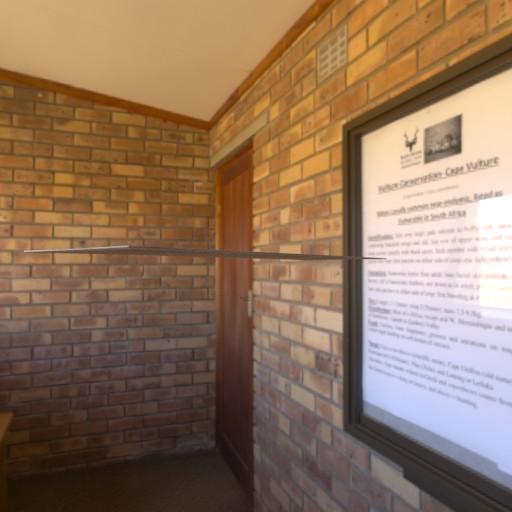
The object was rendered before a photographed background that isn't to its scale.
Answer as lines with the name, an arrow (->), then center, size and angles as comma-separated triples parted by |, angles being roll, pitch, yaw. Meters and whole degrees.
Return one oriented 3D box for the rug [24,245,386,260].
rug -> 0.000, 0.000, 2.520 | 0.684, 0.009, 2.275 | -1, -2, 37
